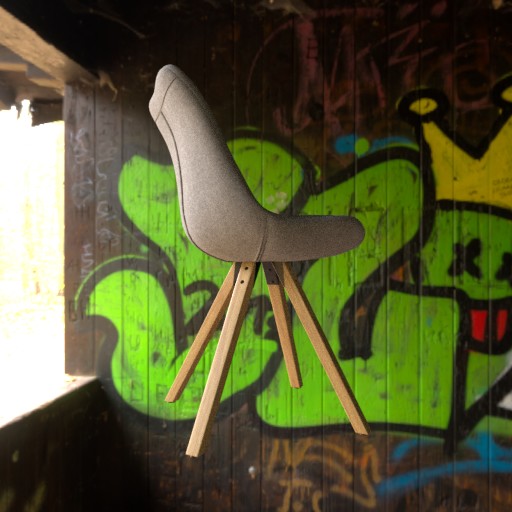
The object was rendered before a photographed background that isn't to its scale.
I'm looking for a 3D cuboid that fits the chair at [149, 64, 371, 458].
[{"bbox_3d":[0.000,0.000,1.203,0.550,0.865,0.483,0,0,-18],"label":"chair"}]
